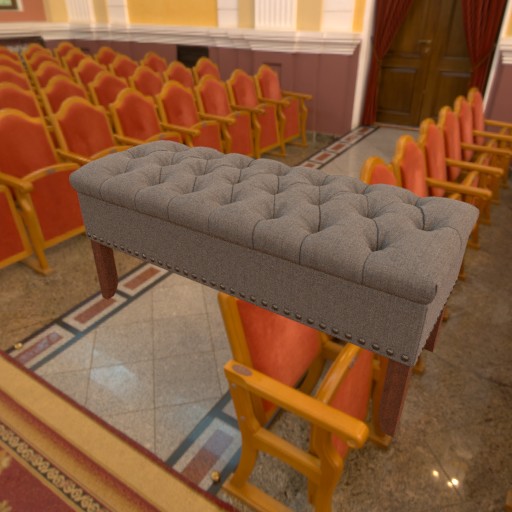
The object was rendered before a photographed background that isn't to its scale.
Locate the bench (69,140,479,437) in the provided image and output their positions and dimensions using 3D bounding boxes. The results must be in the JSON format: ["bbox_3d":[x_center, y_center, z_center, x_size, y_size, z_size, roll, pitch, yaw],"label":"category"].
[{"bbox_3d":[0.000,0.000,1.289,1.052,0.470,0.417,18,35,29],"label":"bench"}]
